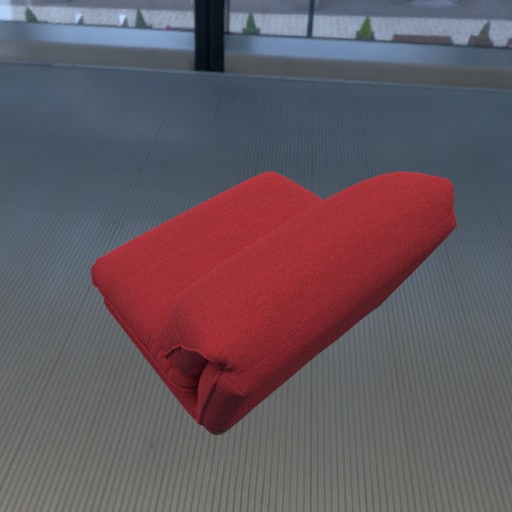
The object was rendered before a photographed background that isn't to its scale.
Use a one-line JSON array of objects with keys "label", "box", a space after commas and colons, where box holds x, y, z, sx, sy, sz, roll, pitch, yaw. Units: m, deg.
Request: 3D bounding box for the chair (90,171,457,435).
[{"label": "chair", "box": [0.000, 0.000, 1.344, 0.820, 0.580, 0.780, -32, 55, -26]}]
